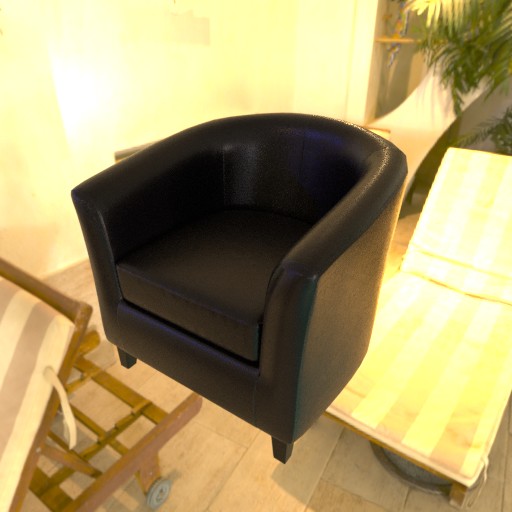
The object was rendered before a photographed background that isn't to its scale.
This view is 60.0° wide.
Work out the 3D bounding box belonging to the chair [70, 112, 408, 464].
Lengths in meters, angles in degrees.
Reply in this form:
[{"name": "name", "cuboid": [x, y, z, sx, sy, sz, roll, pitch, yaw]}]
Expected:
[{"name": "chair", "cuboid": [0.000, 0.000, 1.395, 0.793, 0.756, 0.727, 19, 34, 30]}]
